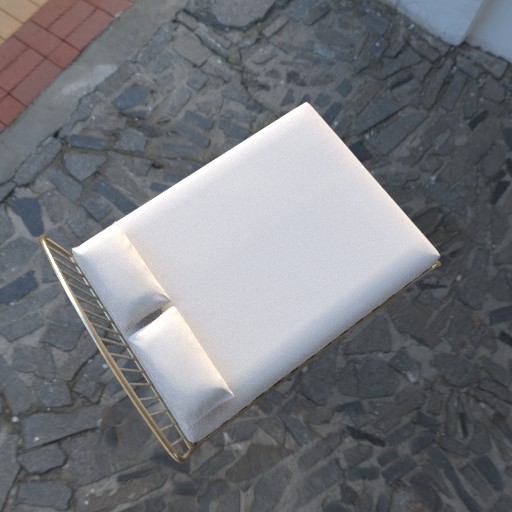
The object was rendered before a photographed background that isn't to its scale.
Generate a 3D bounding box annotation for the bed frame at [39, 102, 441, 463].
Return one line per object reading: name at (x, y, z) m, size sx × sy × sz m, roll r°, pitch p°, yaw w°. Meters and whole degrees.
bed frame at (0.000, 0.000, 3.089) m, size 2.152 × 1.175 × 1.612 m, roll -35°, pitch 77°, yaw -9°
